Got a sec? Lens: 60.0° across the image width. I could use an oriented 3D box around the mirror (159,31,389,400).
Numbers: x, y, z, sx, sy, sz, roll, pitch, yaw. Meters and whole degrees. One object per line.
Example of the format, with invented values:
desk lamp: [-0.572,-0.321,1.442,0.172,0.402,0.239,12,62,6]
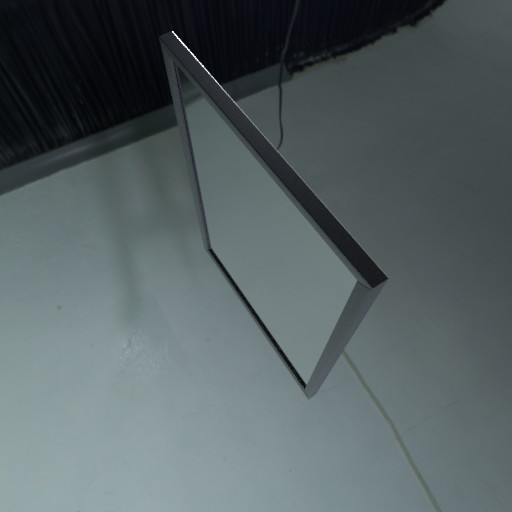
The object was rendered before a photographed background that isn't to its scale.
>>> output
mirror: [0.000,0.000,1.334,0.040,1.016,0.762,-30,66,-15]
